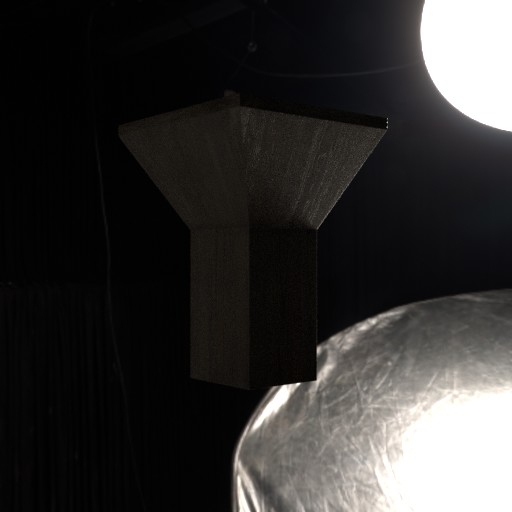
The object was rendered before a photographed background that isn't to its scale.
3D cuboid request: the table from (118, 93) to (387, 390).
[{"bbox_3d":[0.000,0.000,1.140,0.683,0.586,0.592,0,0,35],"label":"table"}]
